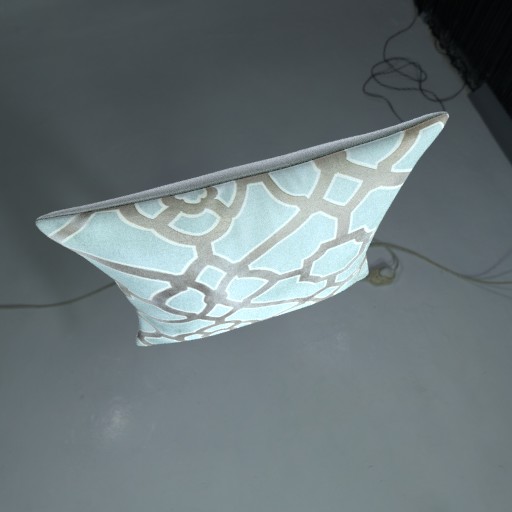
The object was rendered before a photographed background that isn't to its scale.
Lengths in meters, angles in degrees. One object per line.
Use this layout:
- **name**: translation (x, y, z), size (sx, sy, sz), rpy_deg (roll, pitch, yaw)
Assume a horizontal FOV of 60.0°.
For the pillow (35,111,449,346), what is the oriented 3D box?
- **pillow**: translation (0.000, 0.000, 0.785), size (0.552, 0.508, 0.166), rpy_deg (-16, 65, -8)
